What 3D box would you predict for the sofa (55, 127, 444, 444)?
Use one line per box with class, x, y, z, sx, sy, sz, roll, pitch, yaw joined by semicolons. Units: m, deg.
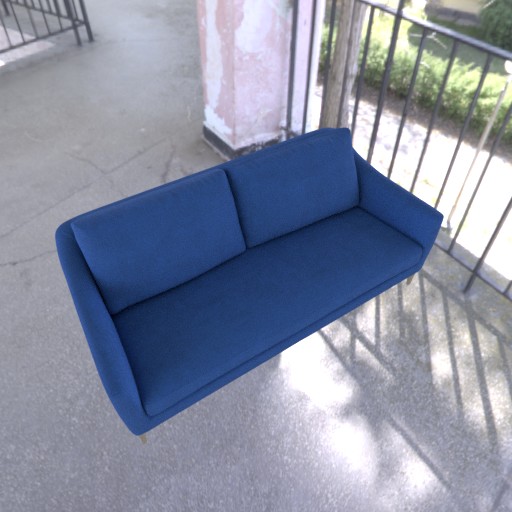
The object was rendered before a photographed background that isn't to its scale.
sofa;0.000;0.000;2.548;2.036;0.903;0.960;-25;50;-23
